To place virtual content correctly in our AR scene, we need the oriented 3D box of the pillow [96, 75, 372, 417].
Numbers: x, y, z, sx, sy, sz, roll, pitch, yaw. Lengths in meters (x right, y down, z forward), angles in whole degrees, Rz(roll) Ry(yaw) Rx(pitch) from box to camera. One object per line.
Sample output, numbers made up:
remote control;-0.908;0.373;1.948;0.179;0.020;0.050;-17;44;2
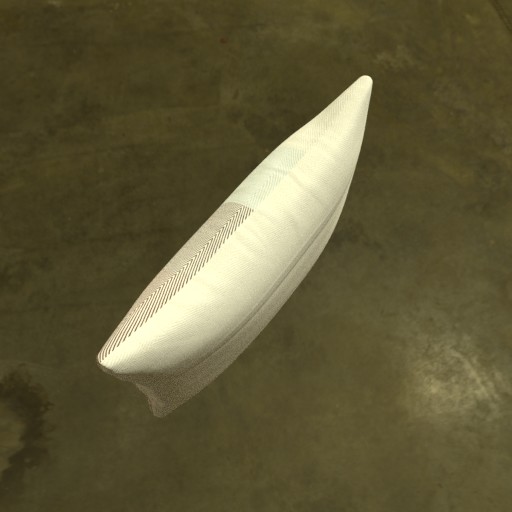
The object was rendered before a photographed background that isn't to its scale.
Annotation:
pillow;0.000;0.000;0.641;0.139;0.305;0.506;34;68;16
